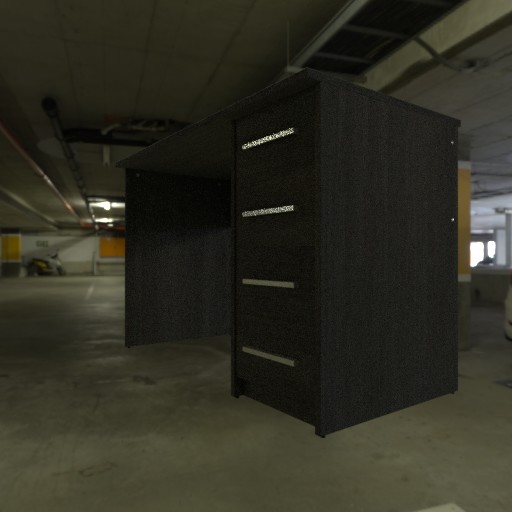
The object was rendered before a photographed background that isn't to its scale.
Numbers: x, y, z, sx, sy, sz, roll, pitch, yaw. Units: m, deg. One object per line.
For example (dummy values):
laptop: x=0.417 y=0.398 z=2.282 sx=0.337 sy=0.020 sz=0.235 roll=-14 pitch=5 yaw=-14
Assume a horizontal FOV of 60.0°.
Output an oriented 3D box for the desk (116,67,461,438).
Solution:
desk: x=0.000 y=0.000 z=1.463 sx=0.560 sy=0.730 sz=1.096 roll=0 pitch=0 yaw=-36
